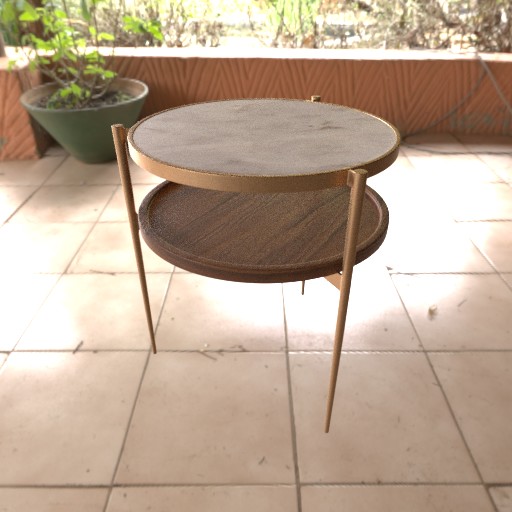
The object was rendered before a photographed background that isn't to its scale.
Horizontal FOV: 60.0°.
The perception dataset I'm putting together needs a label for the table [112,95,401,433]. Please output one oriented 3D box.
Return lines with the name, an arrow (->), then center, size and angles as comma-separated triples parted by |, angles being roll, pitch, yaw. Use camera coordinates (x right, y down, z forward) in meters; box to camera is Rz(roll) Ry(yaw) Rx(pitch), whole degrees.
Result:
table -> 0.000, 0.000, 0.836 | 0.456, 0.493, 0.430 | -1, 32, -1
